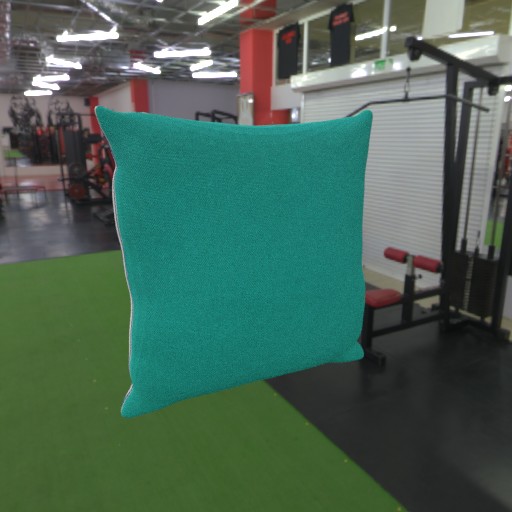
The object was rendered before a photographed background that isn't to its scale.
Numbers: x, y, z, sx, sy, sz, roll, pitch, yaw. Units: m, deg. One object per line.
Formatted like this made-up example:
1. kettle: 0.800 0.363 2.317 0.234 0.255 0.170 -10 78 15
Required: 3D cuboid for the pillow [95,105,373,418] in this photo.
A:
1. pillow: 0.000 0.000 0.684 0.440 0.441 0.182 -7 16 -26
